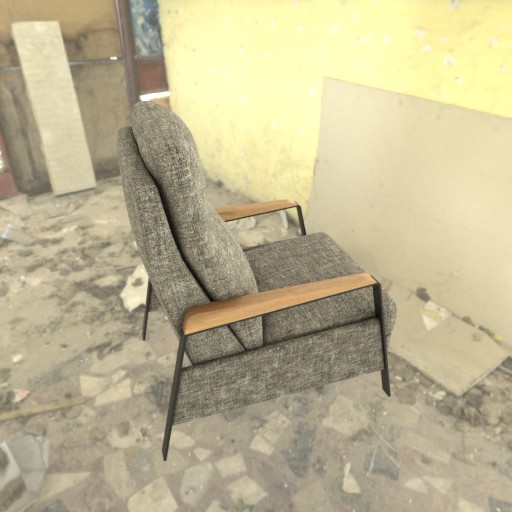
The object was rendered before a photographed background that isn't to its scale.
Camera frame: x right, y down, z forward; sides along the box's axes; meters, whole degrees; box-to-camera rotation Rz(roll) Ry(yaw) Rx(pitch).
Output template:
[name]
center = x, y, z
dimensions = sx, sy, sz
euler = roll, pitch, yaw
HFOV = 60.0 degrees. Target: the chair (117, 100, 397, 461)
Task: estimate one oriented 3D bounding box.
[chair]
center = 0.000, 0.000, 1.596
dimensions = 0.868, 1.042, 0.671
euler = -10, 32, -16
